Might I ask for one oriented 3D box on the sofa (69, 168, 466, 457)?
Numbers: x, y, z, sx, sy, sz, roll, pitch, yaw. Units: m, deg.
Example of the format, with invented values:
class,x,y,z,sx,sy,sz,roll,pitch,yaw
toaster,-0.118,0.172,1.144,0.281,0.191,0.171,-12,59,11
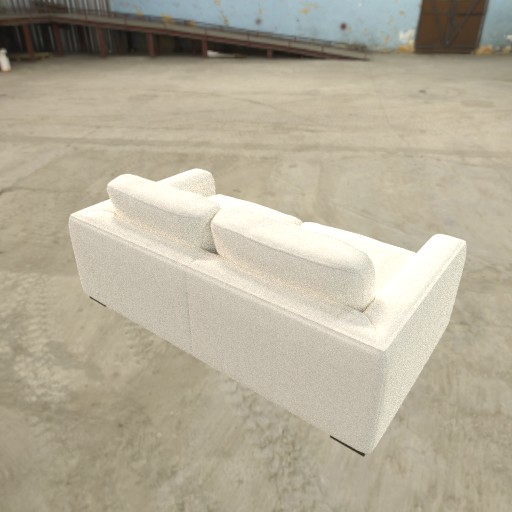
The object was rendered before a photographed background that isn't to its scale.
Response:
class,x,y,z,sx,sy,sz,roll,pitch,yaw
sofa,0.000,0.000,2.428,1.920,0.801,1.069,21,36,32
